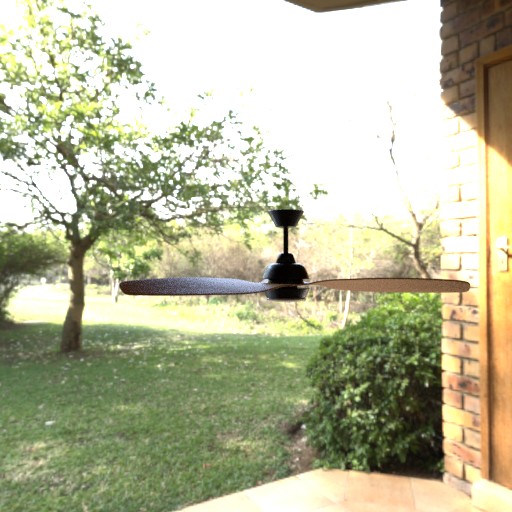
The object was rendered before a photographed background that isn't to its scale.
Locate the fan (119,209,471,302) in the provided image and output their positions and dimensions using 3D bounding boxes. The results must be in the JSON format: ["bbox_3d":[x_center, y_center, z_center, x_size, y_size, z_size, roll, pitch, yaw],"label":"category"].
[{"bbox_3d":[0.000,0.000,1.646,1.010,0.355,1.142,1,-2,-37],"label":"fan"}]
